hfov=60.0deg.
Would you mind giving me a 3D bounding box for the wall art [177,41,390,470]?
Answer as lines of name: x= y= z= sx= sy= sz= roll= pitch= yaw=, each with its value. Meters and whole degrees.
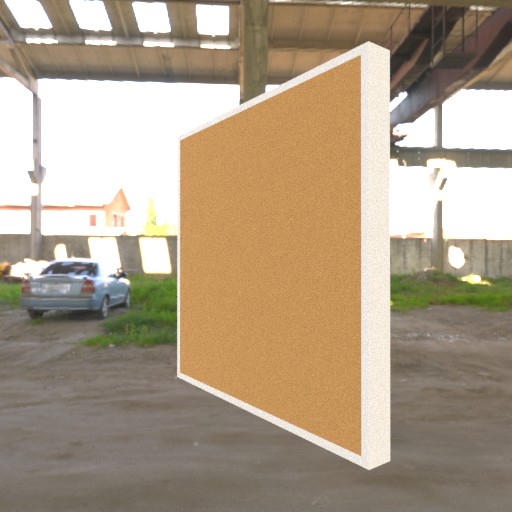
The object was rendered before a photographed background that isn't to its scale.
wall art: x=0.000 y=0.000 z=0.444 sx=0.024 sy=0.304 sz=0.304 roll=0 pitch=0 yaw=-36
